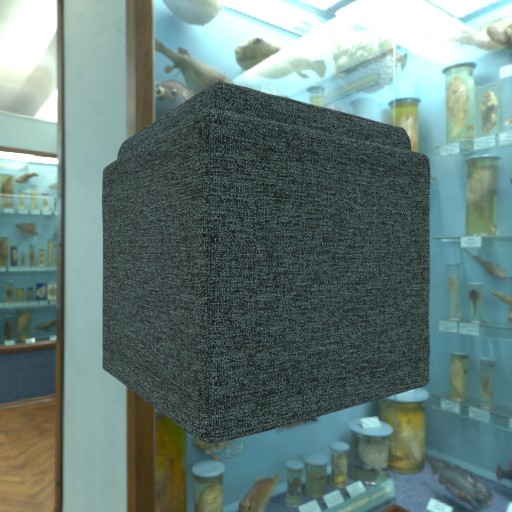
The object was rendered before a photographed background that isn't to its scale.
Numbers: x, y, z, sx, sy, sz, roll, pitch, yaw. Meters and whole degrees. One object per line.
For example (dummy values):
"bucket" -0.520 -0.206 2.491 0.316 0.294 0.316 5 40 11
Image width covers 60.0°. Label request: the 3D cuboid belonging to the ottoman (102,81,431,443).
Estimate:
"ottoman" 0.000 0.000 0.821 0.450 0.463 0.450 0 0 -35
